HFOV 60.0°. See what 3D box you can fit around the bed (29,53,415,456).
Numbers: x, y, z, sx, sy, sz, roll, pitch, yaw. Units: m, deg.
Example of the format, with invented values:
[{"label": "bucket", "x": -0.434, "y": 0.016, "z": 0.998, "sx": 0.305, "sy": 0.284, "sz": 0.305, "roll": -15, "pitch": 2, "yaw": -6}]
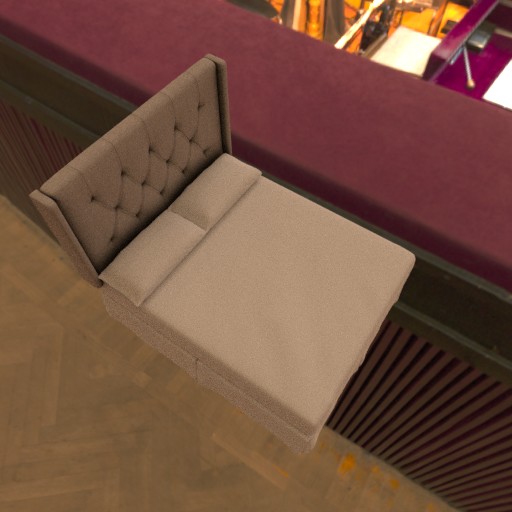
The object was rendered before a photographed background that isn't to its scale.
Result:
[{"label": "bed", "x": 0.000, "y": 0.000, "z": 3.306, "sx": 2.066, "sy": 1.665, "sz": 1.719, "roll": 30, "pitch": 62, "yaw": 18}]
